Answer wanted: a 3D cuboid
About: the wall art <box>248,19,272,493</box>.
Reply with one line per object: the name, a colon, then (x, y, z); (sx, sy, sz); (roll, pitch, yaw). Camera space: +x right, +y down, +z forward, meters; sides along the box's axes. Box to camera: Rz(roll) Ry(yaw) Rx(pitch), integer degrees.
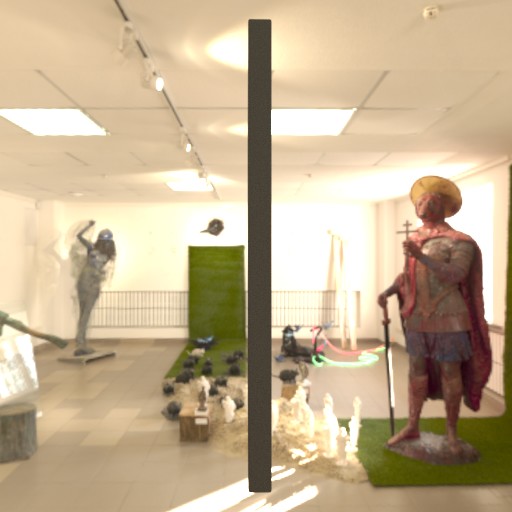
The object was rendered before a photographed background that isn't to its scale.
wall art: (0.000, 0.000, 0.750); (0.028, 0.558, 0.457); (0, 0, -1)
